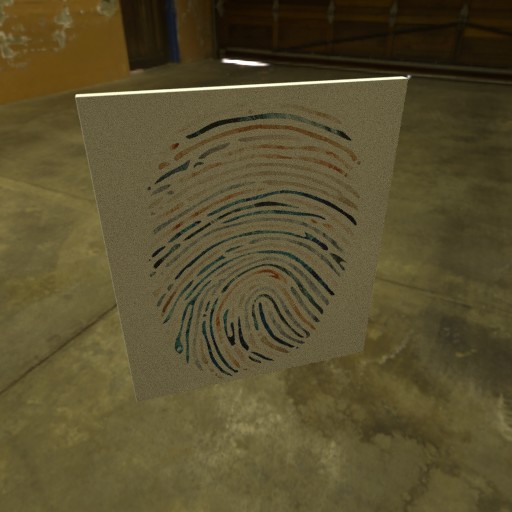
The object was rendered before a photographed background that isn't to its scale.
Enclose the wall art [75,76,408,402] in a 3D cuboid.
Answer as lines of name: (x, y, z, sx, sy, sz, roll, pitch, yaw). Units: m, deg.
wall art: (0.000, 0.000, 0.974, 0.609, 0.710, 0.021, -9, 32, -14)
